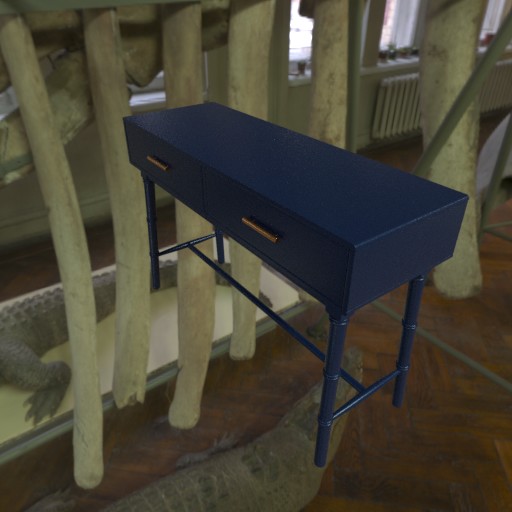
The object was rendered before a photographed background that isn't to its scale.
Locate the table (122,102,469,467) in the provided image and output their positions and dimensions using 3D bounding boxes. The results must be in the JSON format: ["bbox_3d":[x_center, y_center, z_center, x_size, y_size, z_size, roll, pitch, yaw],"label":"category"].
[{"bbox_3d":[0.000,0.000,1.499,0.399,0.749,1.118,-22,38,-30],"label":"table"}]
